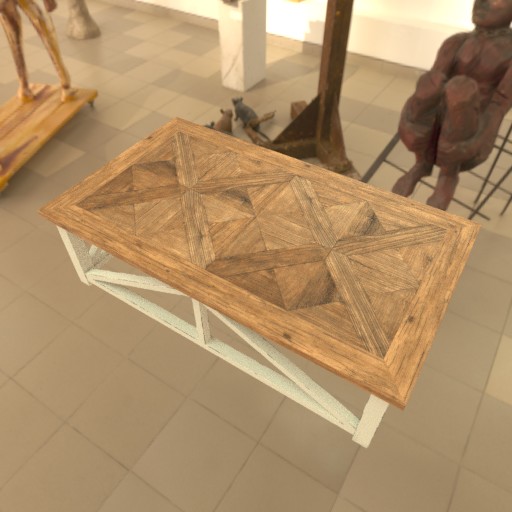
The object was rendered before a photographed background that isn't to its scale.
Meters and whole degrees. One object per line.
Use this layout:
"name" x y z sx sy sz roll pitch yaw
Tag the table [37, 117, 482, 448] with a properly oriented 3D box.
"table" 0.000 0.000 1.754 1.400 0.410 0.800 25 51 22
